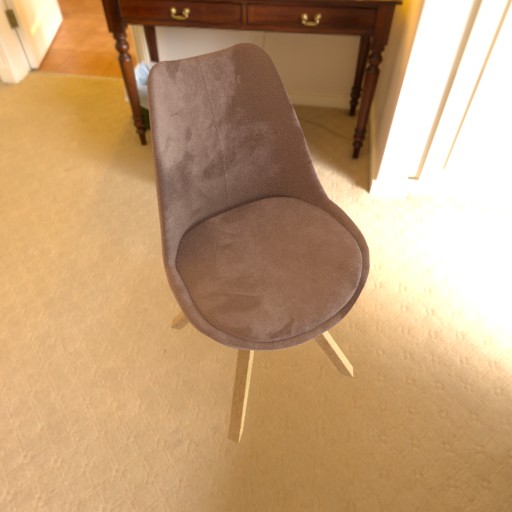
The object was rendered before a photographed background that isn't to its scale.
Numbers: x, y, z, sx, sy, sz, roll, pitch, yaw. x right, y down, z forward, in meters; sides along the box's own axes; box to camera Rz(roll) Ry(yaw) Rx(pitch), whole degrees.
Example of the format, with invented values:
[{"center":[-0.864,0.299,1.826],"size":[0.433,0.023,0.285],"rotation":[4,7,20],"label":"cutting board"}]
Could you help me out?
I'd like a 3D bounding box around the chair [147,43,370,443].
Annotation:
[{"center":[0.000,0.000,1.144],"size":[0.485,0.850,0.550],"rotation":[-23,53,-19],"label":"chair"}]
